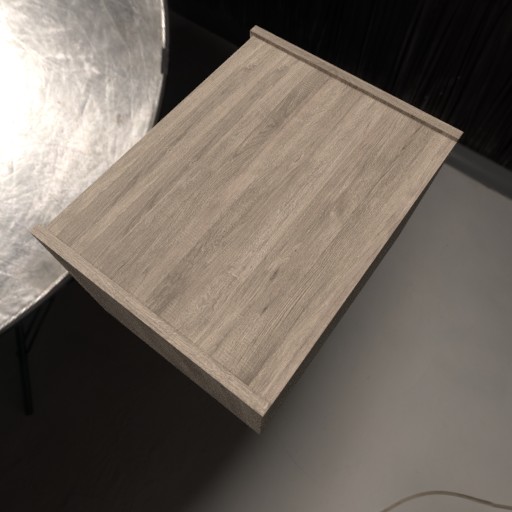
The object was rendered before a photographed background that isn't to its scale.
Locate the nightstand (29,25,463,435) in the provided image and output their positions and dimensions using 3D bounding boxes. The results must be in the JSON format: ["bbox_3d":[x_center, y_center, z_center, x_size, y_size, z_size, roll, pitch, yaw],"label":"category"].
[{"bbox_3d":[0.000,0.000,0.825,0.380,0.500,0.480,34,69,15],"label":"nightstand"}]
